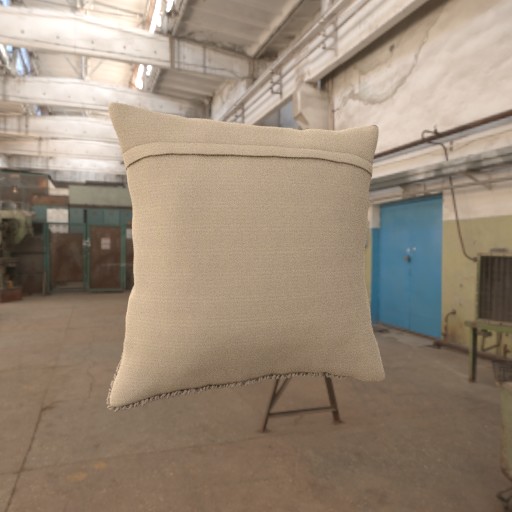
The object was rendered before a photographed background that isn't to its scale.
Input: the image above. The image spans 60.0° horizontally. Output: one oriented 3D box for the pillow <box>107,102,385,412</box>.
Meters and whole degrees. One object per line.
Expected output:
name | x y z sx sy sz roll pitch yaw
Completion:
pillow | 0.000 0.000 0.737 0.475 0.473 0.178 0 1 -17
